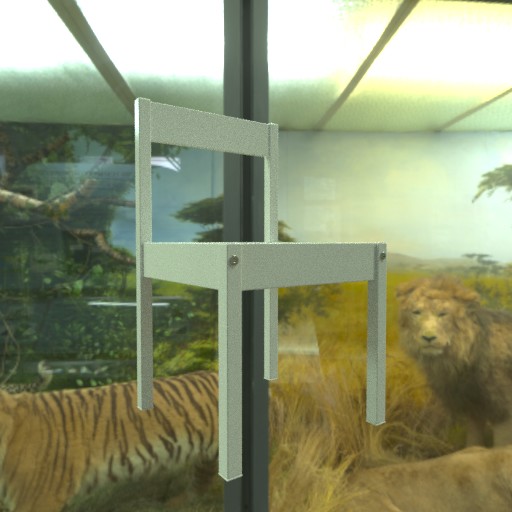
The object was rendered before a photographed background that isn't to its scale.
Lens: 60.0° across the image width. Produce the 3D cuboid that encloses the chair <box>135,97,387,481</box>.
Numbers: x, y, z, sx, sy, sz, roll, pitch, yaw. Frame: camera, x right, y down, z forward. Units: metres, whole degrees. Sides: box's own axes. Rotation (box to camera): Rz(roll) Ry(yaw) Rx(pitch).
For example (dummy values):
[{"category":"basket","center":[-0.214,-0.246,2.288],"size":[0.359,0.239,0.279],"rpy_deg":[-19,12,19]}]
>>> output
[{"category":"chair","center":[0.000,0.000,0.697],"size":[0.285,0.505,0.285],"rpy_deg":[-1,2,-36]}]
